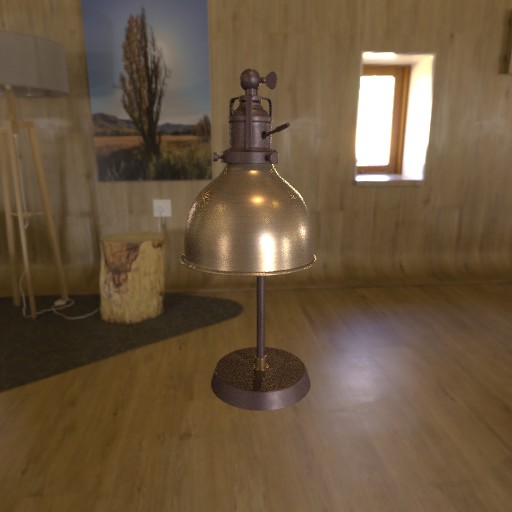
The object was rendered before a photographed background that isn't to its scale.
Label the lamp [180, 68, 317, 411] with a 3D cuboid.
[{"bbox_3d":[0.000,0.000,0.616,0.175,0.469,0.298,3,15,10],"label":"lamp"}]
